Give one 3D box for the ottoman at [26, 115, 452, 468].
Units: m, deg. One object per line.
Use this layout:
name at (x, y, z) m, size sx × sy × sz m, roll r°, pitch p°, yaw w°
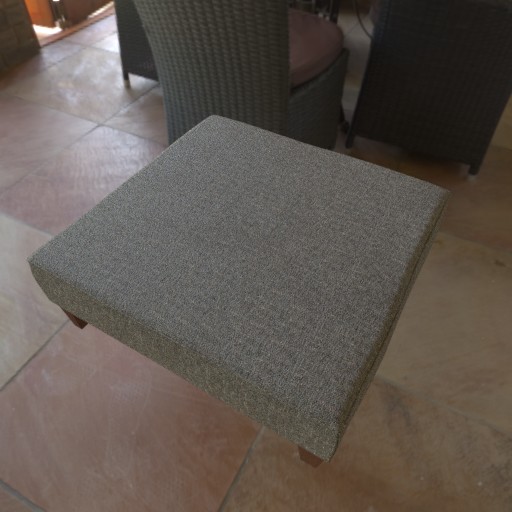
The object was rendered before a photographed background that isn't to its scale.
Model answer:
ottoman at (0.000, 0.000, 1.508) m, size 1.016 × 0.379 × 0.981 m, roll 23°, pitch 51°, yaw 20°
